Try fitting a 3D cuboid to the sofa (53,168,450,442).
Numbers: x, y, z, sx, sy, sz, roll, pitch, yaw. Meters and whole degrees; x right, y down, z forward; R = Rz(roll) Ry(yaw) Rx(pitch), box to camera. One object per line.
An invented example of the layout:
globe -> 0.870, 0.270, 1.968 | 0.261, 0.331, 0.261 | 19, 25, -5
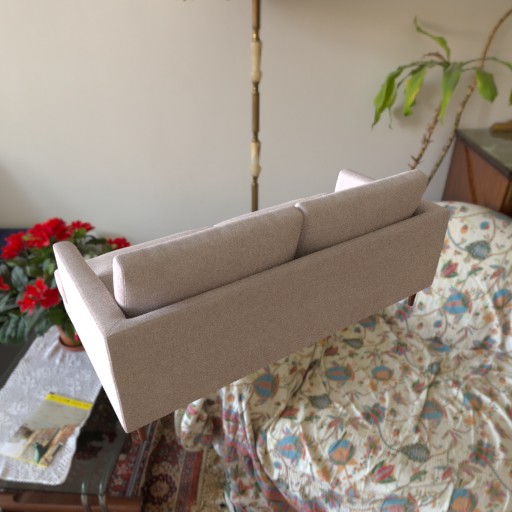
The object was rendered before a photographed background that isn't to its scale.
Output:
sofa -> 0.000, 0.000, 2.462 | 1.948, 0.868, 1.020 | -19, 35, -28
